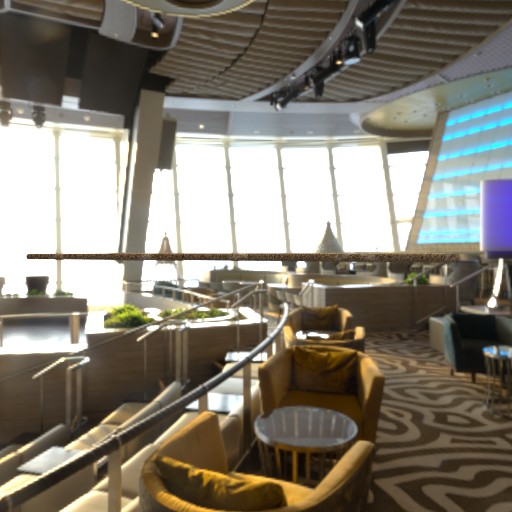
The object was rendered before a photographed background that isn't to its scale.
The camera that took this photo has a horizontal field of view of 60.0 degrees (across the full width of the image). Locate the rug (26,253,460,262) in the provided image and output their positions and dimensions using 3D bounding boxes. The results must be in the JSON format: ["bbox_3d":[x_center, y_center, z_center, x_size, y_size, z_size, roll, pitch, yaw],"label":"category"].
[{"bbox_3d":[0.000,0.000,2.282,1.778,0.030,1.219,0,0,18],"label":"rug"}]
